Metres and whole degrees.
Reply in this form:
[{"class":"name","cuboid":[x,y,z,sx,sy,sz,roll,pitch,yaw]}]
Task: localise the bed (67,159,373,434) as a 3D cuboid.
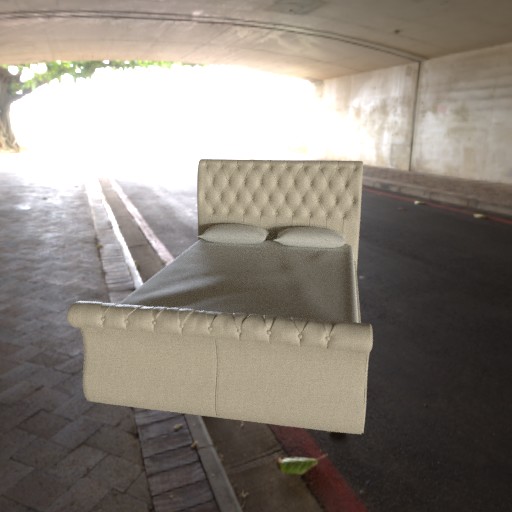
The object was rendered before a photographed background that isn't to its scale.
[{"class":"bed","cuboid":[0.000,0.000,3.379,1.606,1.268,2.493,3,17,10]}]
